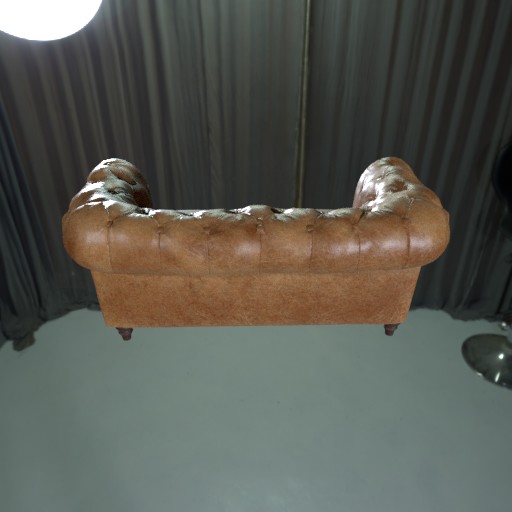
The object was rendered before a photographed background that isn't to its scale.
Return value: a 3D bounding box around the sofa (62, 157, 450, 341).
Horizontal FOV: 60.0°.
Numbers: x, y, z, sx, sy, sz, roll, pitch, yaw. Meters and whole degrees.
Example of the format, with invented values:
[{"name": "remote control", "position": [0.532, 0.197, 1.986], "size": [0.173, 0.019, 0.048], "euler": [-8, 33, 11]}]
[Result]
[{"name": "sofa", "position": [0.000, 0.000, 2.521], "size": [1.979, 0.877, 1.042], "euler": [-1, 29, -1]}]
